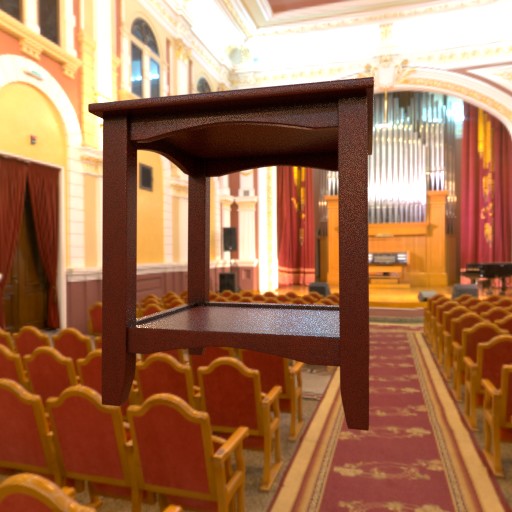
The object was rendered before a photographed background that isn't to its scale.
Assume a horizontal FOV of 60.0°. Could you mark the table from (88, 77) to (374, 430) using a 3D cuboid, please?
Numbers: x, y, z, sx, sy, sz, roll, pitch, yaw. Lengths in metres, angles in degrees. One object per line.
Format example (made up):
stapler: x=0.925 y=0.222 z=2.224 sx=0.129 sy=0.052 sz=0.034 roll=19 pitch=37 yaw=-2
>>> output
table: x=0.000 y=0.000 z=0.987 sx=0.523 sy=0.558 sz=0.522 roll=0 pitch=1 yaw=17
